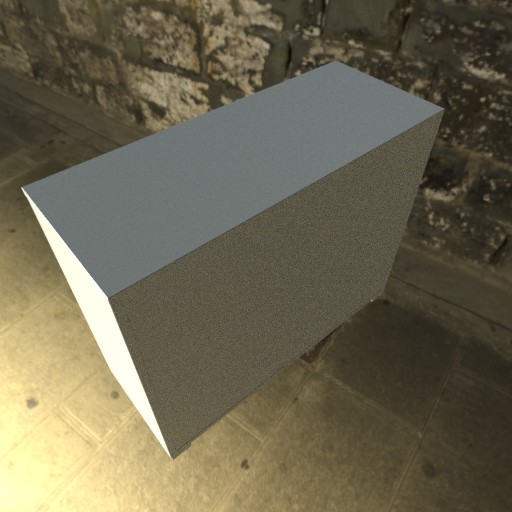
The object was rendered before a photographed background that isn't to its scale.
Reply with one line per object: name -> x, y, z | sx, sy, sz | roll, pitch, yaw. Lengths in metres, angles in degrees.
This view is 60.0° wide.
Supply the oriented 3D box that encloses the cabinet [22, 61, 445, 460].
cabinet -> 0.000, 0.000, 1.373 | 1.000, 0.800, 0.400 | -32, 54, -26
